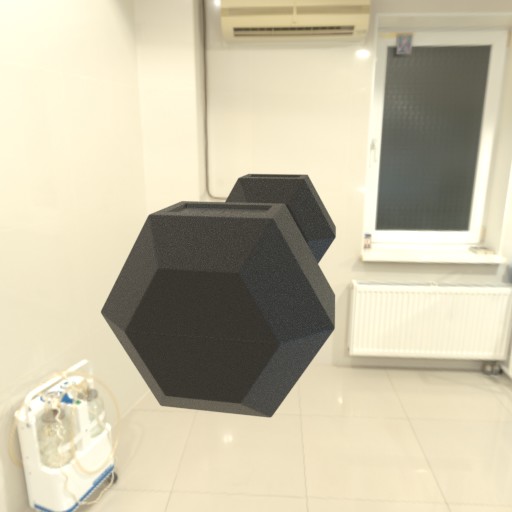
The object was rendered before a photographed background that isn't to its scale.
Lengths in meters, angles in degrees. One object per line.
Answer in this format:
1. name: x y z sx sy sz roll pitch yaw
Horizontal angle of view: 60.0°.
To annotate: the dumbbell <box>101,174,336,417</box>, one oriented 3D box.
1. dumbbell: 0.000 0.000 0.366 0.129 0.113 0.315 3 15 10
